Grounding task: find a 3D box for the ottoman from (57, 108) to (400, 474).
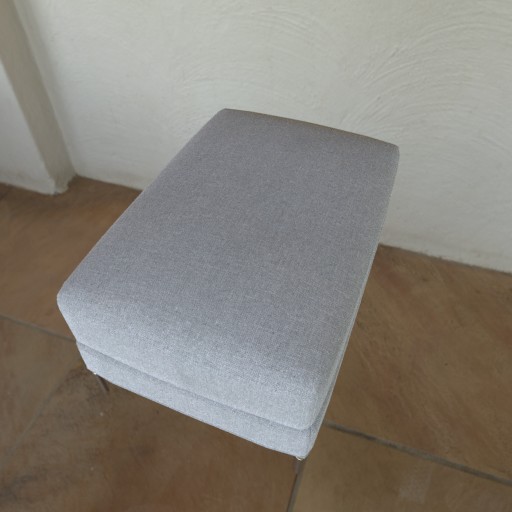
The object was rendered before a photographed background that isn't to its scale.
[{"bbox_3d":[0.000,0.000,1.181,0.584,0.457,0.838,17,50,15],"label":"ottoman"}]
